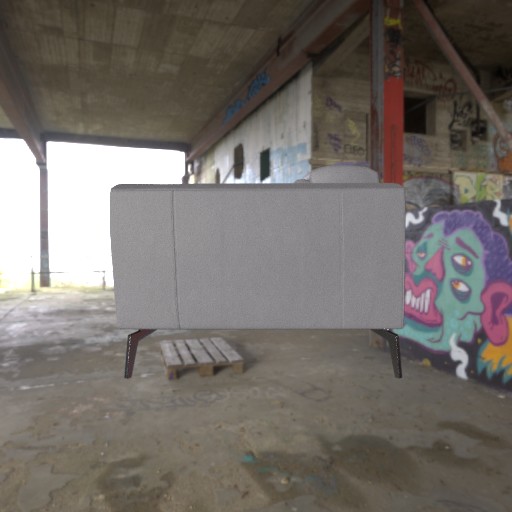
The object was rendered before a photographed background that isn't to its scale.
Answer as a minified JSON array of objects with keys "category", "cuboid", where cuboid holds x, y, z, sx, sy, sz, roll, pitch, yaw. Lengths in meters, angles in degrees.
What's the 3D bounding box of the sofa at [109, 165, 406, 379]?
[{"category":"sofa","cuboid":[0.000,0.000,2.382,1.003,0.779,1.895,0,1,0]}]
